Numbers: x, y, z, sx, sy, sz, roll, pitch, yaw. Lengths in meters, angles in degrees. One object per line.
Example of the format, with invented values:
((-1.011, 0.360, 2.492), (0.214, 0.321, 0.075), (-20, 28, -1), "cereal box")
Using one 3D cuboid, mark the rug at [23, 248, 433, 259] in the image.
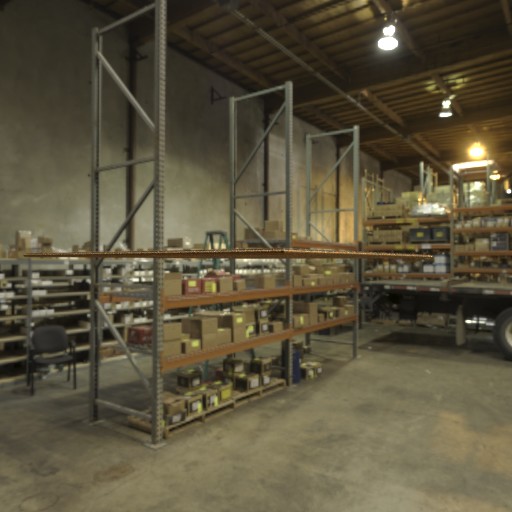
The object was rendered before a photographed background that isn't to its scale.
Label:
((0.000, 0.000, 4.102), (2.435, 0.031, 3.040), (0, -1, 35), "rug")
